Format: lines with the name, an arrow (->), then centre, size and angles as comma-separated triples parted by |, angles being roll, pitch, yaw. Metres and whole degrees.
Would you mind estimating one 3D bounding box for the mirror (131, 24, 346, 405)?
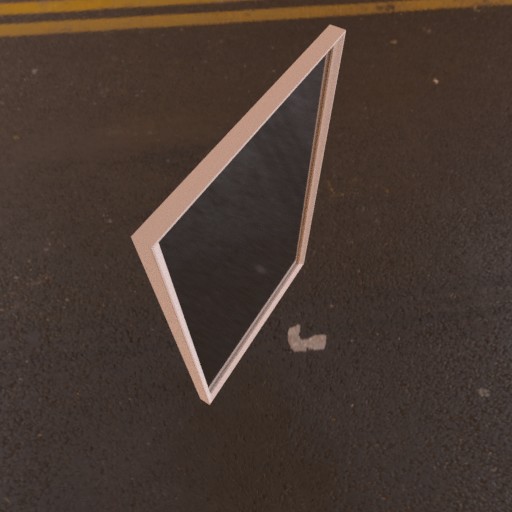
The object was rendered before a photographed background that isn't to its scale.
mirror -> 0.000, 0.000, 1.142 | 0.041, 0.915, 0.609 | 28, 63, 16
